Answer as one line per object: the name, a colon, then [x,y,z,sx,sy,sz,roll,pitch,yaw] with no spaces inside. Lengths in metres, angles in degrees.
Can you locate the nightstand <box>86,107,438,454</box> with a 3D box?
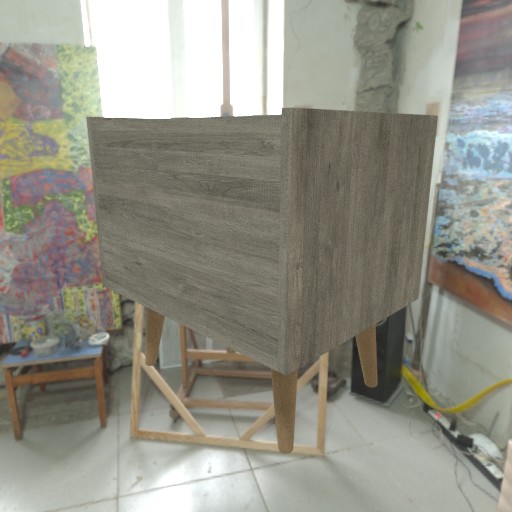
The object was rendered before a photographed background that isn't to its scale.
nightstand: [0.000,0.000,0.831,0.480,0.500,0.380,15,22,42]
